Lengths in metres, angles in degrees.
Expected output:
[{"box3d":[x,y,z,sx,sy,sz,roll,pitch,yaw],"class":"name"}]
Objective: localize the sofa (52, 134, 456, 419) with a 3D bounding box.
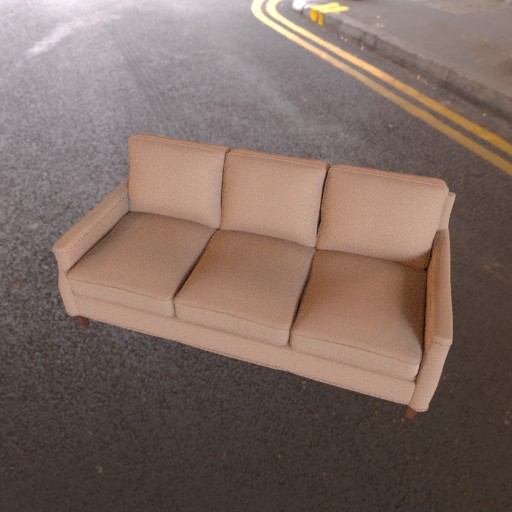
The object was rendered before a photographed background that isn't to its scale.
[{"box3d":[0.000,0.000,2.745,2.246,1.003,1.084,12,41,14],"class":"sofa"}]
